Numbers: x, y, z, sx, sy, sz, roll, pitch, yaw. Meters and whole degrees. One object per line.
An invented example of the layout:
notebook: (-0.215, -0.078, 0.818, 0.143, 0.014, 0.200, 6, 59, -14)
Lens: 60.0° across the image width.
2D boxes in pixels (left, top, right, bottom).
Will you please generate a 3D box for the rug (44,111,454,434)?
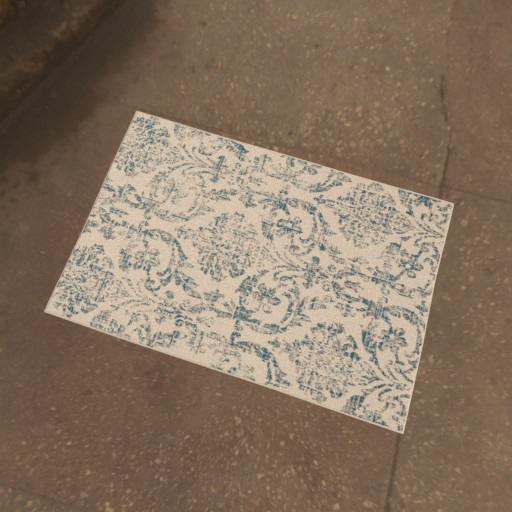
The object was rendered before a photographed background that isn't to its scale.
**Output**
rug: (0.000, 0.000, 2.289, 1.831, 0.012, 1.213, 17, 75, 5)
